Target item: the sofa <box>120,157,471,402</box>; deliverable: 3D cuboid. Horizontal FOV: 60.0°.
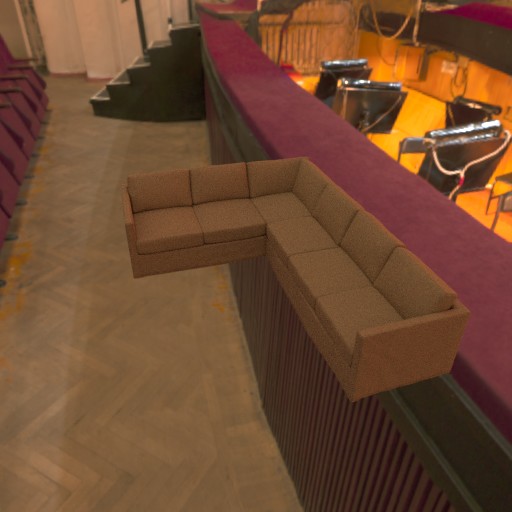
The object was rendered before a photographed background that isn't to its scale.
[{"bbox_3d":[0.000,0.000,4.433,2.432,0.871,3.182,-10,34,-14],"label":"sofa"}]
